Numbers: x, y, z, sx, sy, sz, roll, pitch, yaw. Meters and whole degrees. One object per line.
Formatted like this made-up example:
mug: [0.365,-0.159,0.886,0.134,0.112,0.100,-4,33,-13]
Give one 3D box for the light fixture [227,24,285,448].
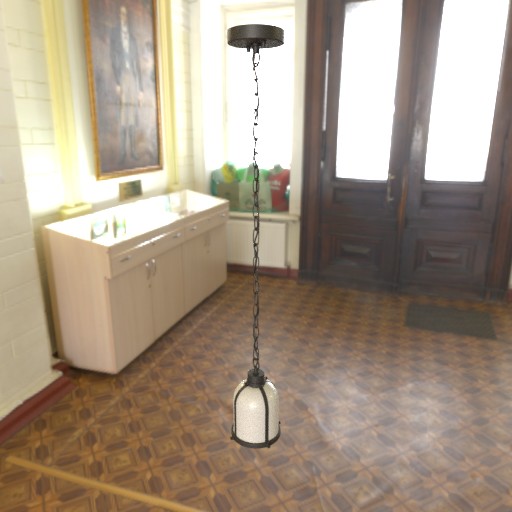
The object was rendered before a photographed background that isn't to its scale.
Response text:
light fixture: [0.000,0.000,1.277,0.178,1.181,0.178,-8,17,-26]
